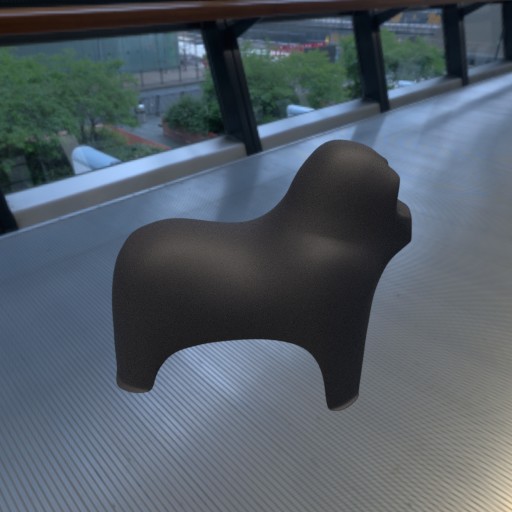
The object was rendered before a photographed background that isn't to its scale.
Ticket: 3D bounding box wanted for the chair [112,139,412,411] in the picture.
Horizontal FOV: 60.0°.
[{"bbox_3d":[0.000,0.000,1.154,0.758,0.600,0.490,0,30,0],"label":"chair"}]
